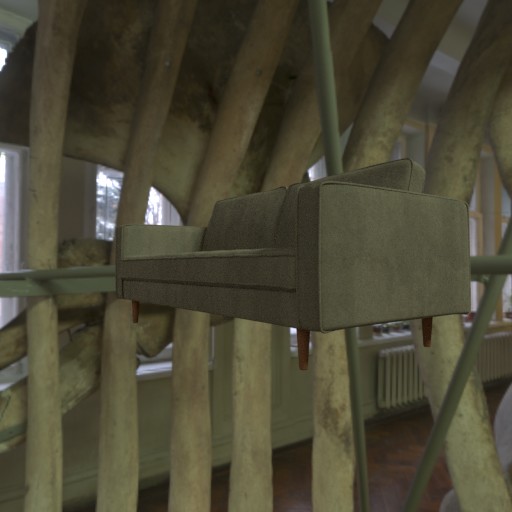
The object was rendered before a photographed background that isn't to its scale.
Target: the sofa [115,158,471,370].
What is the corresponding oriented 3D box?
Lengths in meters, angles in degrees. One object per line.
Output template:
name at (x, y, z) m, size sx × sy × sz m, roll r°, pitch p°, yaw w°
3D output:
sofa at (0.000, 0.000, 2.391) m, size 0.924 × 0.825 × 1.920 m, roll 1°, pitch -2°, yaw -36°
